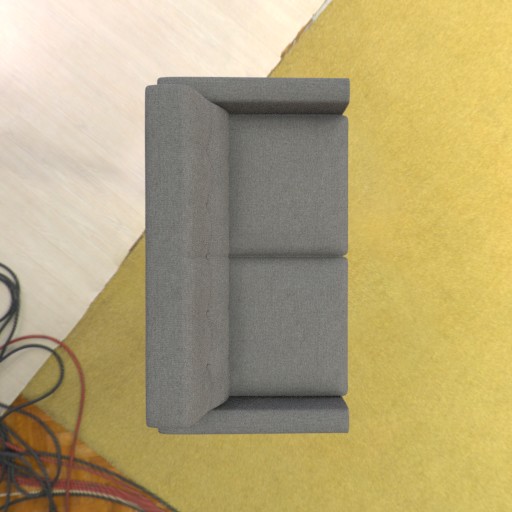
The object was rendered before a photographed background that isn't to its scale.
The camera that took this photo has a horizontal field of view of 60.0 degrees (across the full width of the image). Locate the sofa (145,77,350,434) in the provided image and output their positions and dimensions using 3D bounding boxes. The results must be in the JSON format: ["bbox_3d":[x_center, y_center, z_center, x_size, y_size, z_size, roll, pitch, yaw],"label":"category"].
[{"bbox_3d":[0.000,0.000,2.161,0.909,0.841,1.631,0,91,-1],"label":"sofa"}]
